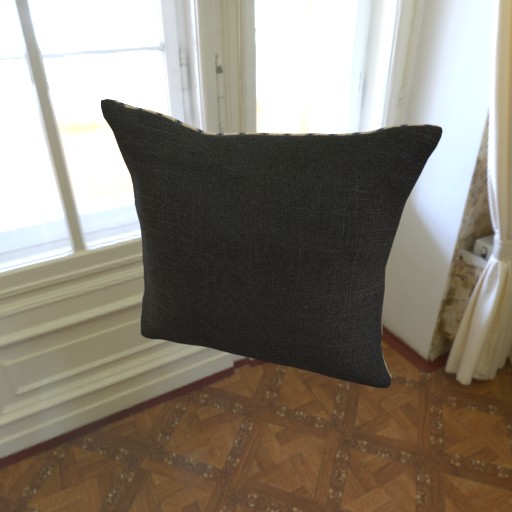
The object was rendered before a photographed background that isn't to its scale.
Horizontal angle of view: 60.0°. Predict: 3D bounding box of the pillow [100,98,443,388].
[{"bbox_3d":[0.000,0.000,0.689,0.468,0.444,0.138,9,32,15],"label":"pillow"}]
